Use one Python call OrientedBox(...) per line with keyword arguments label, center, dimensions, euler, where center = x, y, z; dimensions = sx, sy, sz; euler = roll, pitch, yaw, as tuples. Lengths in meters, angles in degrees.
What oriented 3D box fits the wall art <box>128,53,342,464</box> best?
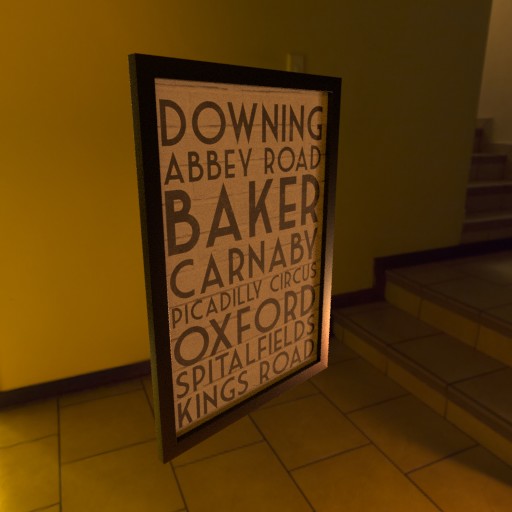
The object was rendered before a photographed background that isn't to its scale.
OrientedBox(label="wall art", center=(0.000, 0.000, 0.550), dimensions=(0.304, 0.432, 0.013), euler=(-15, 22, -42))
